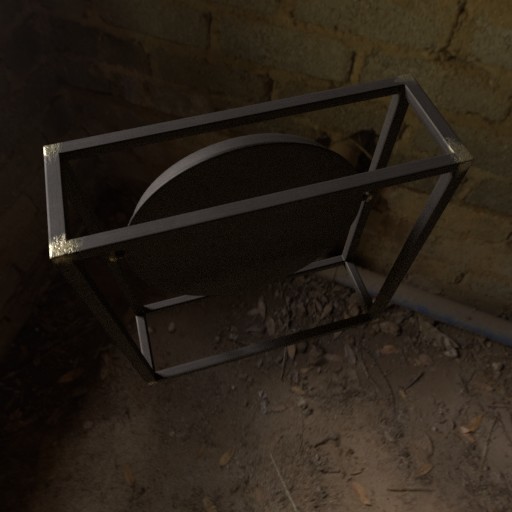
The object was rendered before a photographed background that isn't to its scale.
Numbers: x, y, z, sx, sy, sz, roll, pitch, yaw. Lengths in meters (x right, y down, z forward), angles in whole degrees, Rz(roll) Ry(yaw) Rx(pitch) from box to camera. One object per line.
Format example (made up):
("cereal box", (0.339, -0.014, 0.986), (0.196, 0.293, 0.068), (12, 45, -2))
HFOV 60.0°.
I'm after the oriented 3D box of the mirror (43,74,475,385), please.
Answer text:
("mirror", (0.000, 0.000, 0.462), (0.306, 0.303, 0.107), (-14, 60, -8))
